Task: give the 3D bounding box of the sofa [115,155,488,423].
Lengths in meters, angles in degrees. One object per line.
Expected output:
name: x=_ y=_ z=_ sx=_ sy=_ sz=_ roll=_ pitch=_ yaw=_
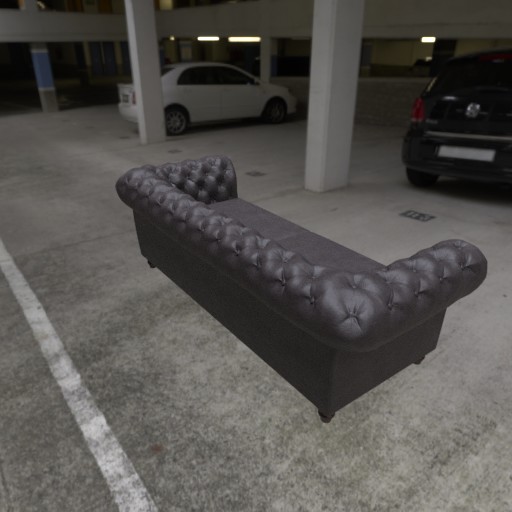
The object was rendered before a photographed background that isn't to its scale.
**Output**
sofa: x=0.000 y=0.000 z=2.762 sx=0.944 sy=0.783 sz=2.385 roll=-18 pitch=32 yaw=-32
